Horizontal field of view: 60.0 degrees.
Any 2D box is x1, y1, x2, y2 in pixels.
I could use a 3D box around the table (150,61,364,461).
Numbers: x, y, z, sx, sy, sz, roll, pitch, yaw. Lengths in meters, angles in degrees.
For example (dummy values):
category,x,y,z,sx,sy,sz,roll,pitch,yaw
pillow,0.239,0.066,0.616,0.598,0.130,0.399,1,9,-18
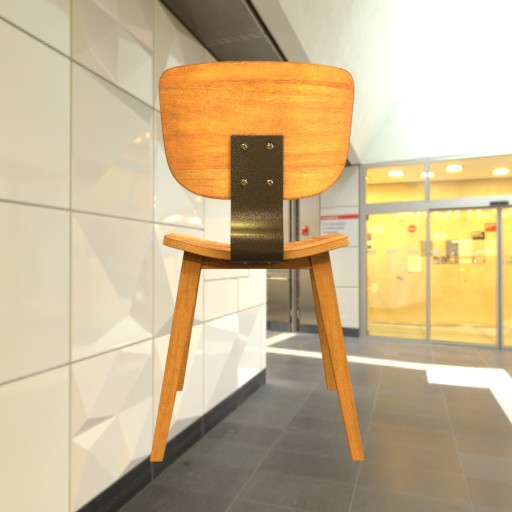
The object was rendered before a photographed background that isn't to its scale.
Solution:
category,x,y,z,sx,sy,sz,roll,pitch,yaw
table,0.000,0.000,1.120,0.499,0.805,0.500,0,-1,-1
